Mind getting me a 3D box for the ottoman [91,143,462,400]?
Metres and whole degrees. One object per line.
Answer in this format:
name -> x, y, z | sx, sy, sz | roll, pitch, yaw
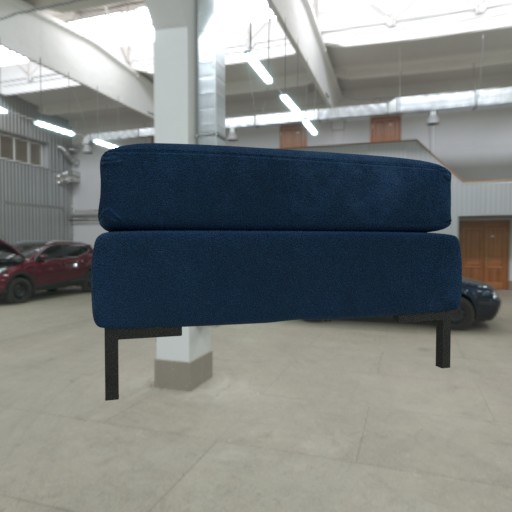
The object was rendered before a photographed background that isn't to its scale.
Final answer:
ottoman -> 0.000, 0.000, 1.175 | 0.794, 0.485, 0.655 | -1, 2, -16
